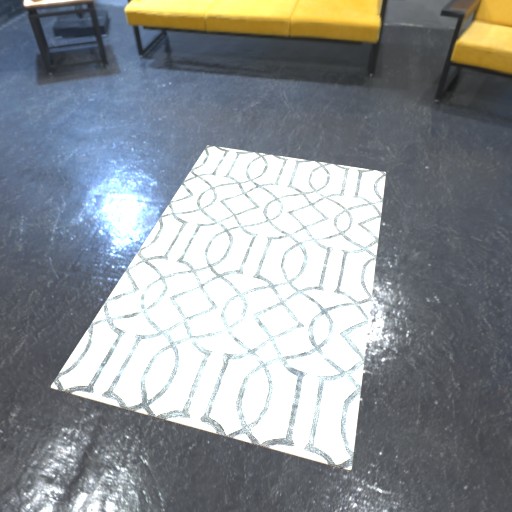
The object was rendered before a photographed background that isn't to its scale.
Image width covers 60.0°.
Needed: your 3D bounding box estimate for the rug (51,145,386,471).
[{"bbox_3d":[0.000,0.000,2.903,1.521,0.017,2.365,11,47,11],"label":"rug"}]
